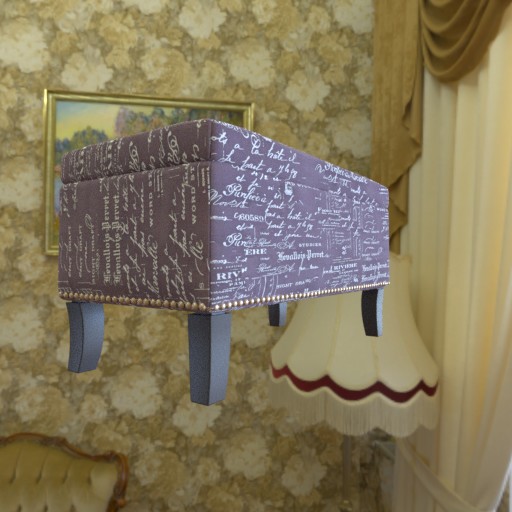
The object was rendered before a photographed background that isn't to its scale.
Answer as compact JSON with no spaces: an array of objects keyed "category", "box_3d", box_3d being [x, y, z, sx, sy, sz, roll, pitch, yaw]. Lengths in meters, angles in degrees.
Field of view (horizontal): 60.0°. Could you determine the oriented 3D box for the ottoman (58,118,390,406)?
[{"category":"ottoman","box_3d":[0.000,0.000,1.084,0.406,0.457,0.813,0,-1,35]}]
